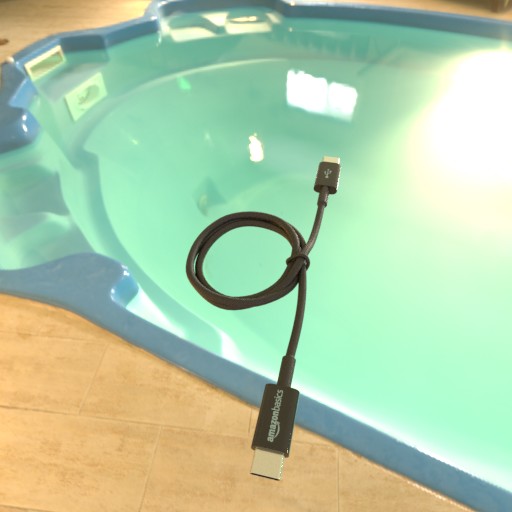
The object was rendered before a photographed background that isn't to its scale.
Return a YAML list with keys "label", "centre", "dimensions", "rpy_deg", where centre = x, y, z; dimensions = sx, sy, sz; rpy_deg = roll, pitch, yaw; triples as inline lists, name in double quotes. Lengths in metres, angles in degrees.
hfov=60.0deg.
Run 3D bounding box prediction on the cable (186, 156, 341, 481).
- label: "cable"
  centre: [0.000, 0.000, 0.227]
  dimensions: [0.070, 0.014, 0.203]
  rpy_deg: [9, 47, 9]
